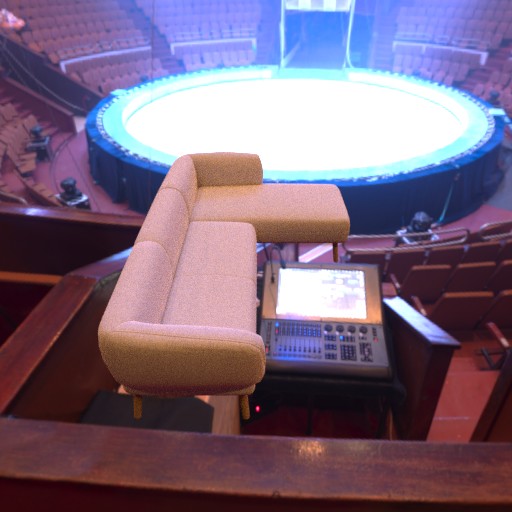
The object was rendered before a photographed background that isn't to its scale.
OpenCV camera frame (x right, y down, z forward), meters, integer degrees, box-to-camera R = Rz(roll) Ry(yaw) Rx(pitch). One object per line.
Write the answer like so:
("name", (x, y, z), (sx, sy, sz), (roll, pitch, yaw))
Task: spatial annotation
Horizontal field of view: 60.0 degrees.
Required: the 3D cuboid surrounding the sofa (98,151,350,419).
("sofa", (0.000, 0.000, 3.334), (1.610, 0.730, 2.660), (0, 32, 0))
